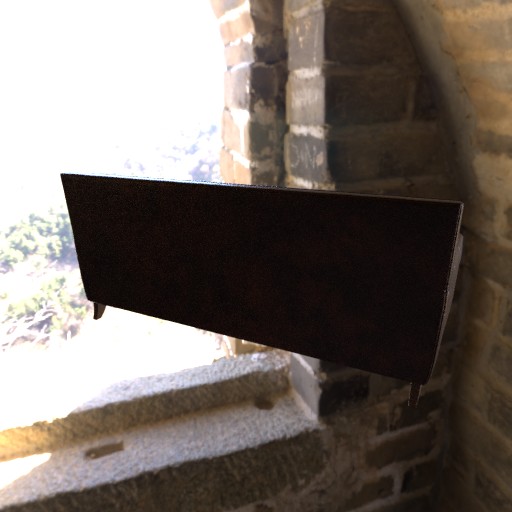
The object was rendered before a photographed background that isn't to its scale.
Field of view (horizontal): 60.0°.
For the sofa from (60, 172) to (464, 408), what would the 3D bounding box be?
[{"bbox_3d":[0.000,0.000,2.398,1.995,0.871,0.786,9,19,26],"label":"sofa"}]
